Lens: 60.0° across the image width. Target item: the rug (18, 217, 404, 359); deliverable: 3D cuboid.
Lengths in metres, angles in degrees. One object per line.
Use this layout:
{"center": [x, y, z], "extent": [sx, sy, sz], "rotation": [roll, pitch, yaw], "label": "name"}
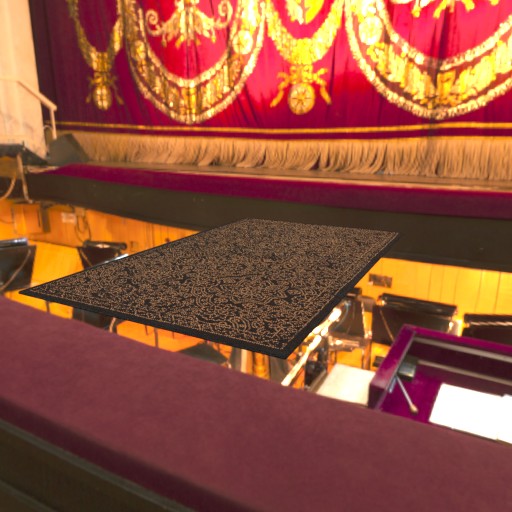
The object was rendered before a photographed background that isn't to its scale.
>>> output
{"center": [0.000, 0.000, 3.009], "extent": [1.526, 0.015, 2.441], "rotation": [8, 17, 27], "label": "rug"}
